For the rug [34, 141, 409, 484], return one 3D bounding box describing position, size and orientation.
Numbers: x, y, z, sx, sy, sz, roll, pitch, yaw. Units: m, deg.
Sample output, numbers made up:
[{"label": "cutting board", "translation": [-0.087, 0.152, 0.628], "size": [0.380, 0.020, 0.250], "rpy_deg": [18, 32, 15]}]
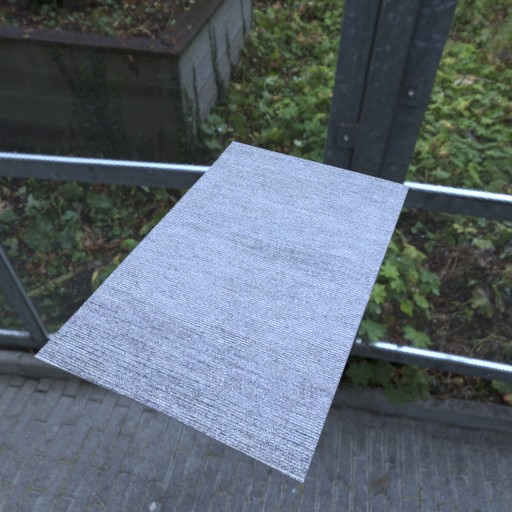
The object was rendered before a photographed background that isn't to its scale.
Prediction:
[{"label": "rug", "translation": [0.000, 0.000, 2.189], "size": [1.159, 0.021, 1.789], "rpy_deg": [18, 49, 17]}]
